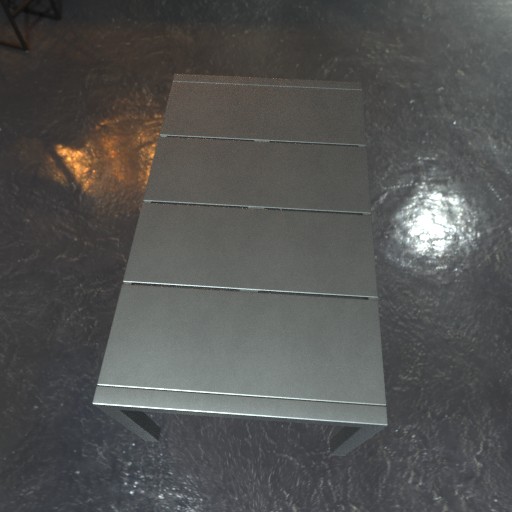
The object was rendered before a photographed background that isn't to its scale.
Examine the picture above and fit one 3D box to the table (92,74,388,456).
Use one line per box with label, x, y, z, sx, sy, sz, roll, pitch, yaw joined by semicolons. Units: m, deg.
table;0.000;0.000;1.272;0.559;0.460;0.965;3;59;2
